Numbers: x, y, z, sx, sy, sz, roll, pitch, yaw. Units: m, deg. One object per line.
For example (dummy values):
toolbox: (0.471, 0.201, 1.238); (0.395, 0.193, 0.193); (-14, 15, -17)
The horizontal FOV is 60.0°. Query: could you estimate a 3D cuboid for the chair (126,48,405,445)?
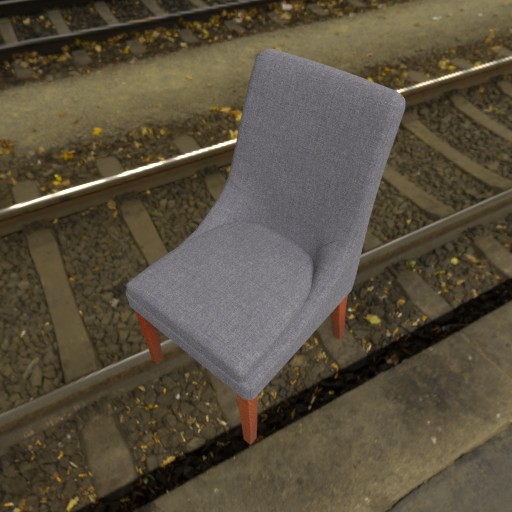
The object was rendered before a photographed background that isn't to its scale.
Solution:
chair: (0.000, 0.000, 1.354); (0.508, 0.952, 0.655); (32, 55, 26)
